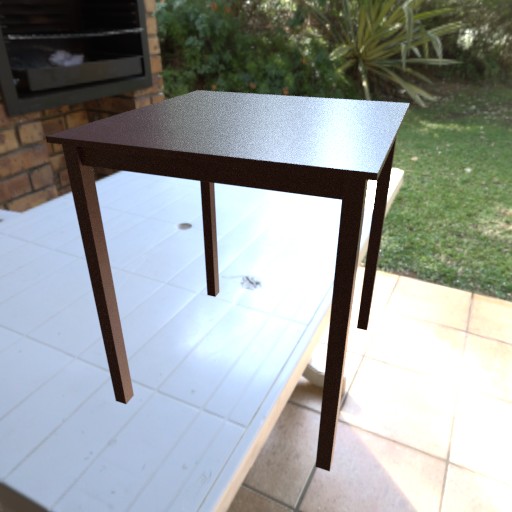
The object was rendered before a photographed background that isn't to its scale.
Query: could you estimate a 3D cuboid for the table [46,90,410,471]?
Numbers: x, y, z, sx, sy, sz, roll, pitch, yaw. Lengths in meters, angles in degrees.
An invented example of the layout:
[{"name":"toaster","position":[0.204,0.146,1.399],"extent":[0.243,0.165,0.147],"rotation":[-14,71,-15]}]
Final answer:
[{"name":"table","position":[0.000,0.000,1.625],"extent":[0.861,0.991,0.861],"rotation":[10,30,18]}]
